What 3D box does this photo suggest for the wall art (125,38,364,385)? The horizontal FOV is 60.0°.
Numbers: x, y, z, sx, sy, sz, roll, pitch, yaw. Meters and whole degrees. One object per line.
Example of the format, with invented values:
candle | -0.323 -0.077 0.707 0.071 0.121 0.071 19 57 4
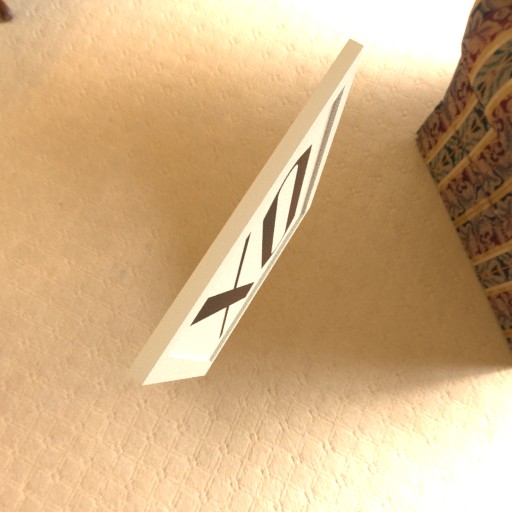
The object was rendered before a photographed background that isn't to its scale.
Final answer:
wall art | 0.000 0.000 0.727 0.020 0.536 0.444 31 78 7
